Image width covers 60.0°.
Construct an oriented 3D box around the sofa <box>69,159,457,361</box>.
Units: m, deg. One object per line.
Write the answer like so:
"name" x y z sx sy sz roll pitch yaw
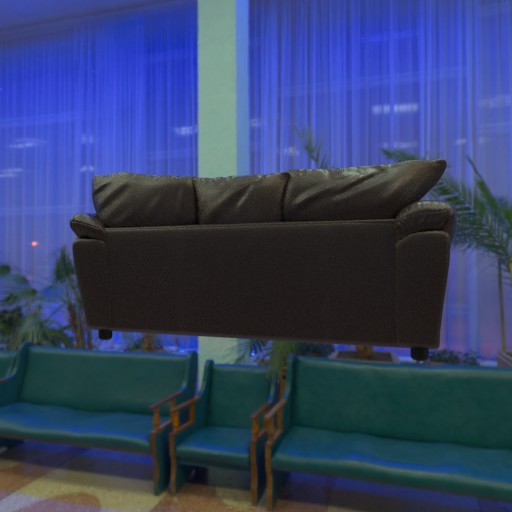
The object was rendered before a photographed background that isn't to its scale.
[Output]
"sofa" 0.000 0.000 2.857 2.390 1.091 0.907 0 -1 19
